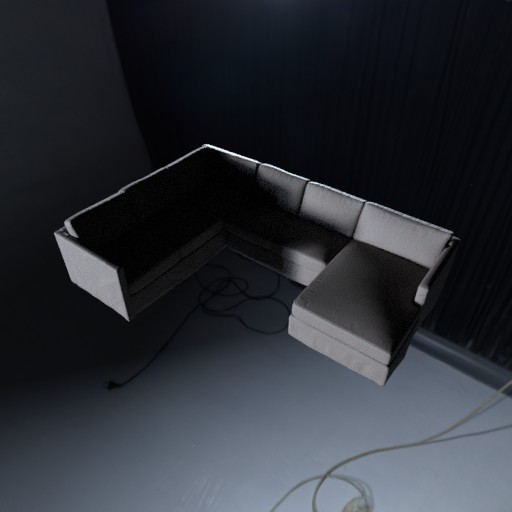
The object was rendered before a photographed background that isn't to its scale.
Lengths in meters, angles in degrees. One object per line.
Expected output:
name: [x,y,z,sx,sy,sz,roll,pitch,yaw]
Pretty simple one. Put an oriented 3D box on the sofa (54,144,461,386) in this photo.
sofa: [0.000,0.000,4.701,3.460,0.882,2.427,26,46,27]
